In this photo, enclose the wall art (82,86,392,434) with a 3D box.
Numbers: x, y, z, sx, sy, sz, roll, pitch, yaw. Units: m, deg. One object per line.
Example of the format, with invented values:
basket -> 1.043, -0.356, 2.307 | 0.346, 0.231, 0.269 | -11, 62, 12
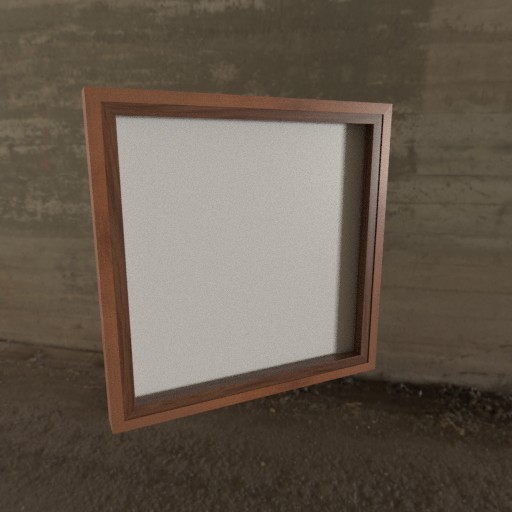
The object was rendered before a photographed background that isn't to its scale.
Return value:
wall art -> 0.000, 0.000, 0.596 | 0.403, 0.403, 0.035 | -6, 14, -24
